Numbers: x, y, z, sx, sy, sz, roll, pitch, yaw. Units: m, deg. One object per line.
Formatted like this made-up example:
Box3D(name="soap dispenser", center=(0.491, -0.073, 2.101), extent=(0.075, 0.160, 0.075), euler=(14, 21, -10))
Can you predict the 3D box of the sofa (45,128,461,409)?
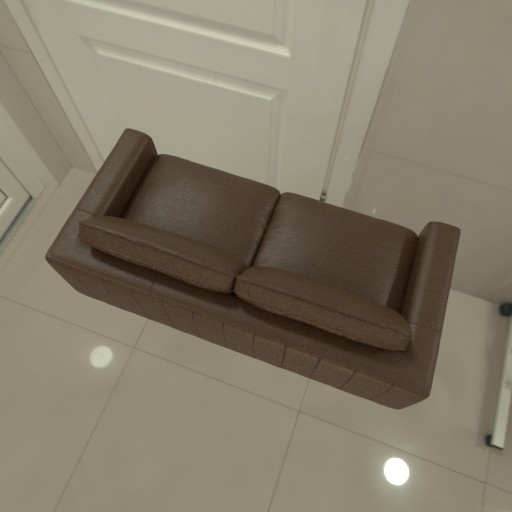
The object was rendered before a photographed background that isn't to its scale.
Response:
Box3D(name="sofa", center=(0.000, 0.000, 2.756), extent=(2.262, 0.801, 1.070), euler=(18, 66, 8))
